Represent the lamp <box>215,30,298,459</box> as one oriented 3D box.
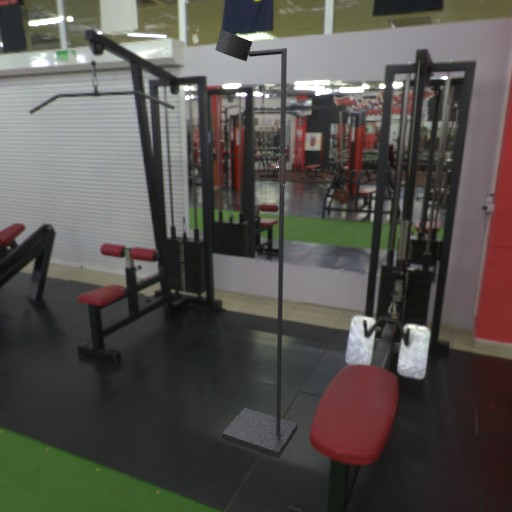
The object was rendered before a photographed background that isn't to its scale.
[{"bbox_3d":[0.000,0.000,1.705,0.304,1.600,0.203,8,17,26],"label":"lamp"}]
